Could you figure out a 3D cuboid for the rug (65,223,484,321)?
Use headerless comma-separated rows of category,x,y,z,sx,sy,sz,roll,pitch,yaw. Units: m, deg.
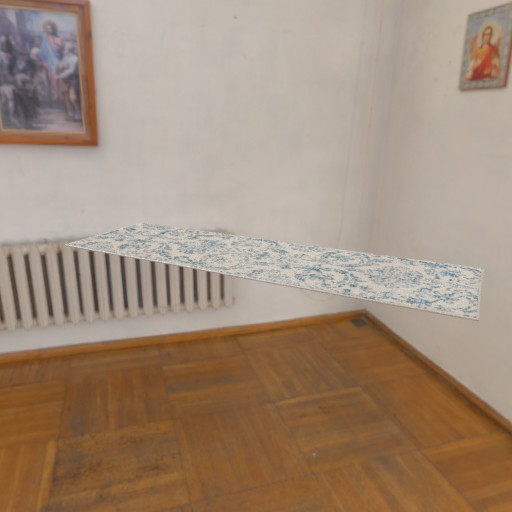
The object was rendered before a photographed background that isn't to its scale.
rug,0.000,0.000,2.393,2.196,0.011,0.662,9,19,26
